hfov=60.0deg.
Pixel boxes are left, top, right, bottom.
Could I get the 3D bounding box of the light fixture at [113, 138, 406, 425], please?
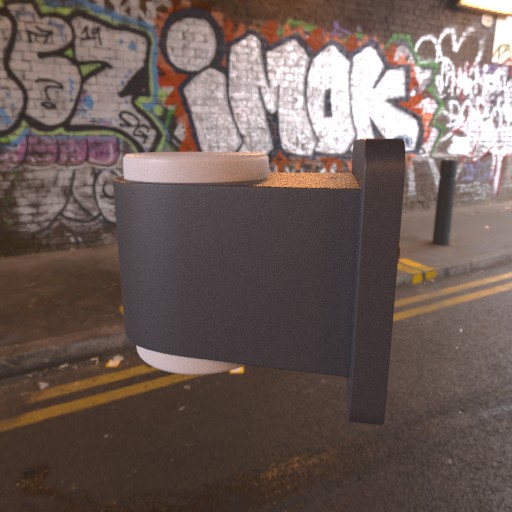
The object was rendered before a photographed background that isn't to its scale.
[{"bbox_3d":[0.000,0.000,0.214,0.132,0.109,0.109,2,15,10],"label":"light fixture"}]
